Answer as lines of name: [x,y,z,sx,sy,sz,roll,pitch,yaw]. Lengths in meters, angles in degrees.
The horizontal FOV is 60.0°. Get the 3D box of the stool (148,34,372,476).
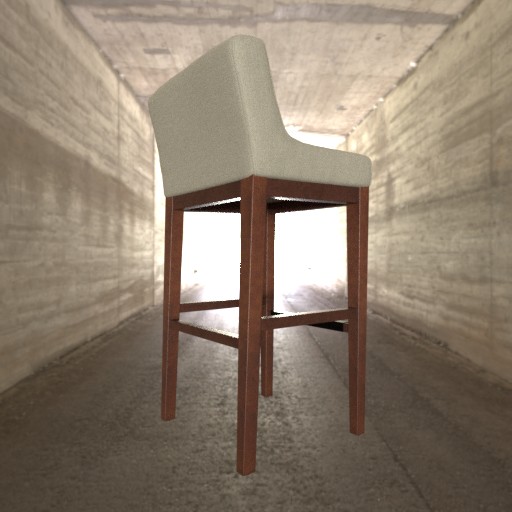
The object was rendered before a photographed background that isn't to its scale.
stool: [0.000,0.000,1.336,0.500,1.037,0.511,0,0,-36]
